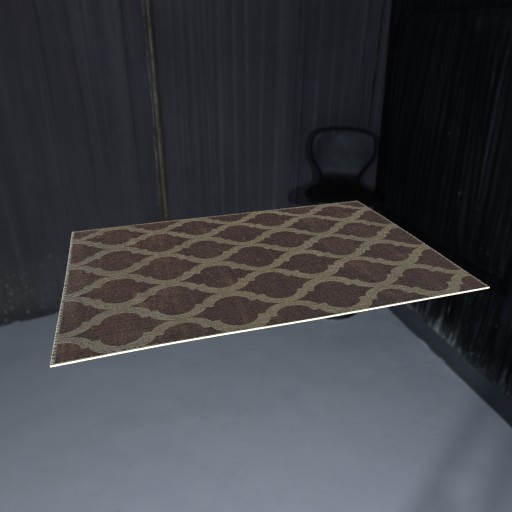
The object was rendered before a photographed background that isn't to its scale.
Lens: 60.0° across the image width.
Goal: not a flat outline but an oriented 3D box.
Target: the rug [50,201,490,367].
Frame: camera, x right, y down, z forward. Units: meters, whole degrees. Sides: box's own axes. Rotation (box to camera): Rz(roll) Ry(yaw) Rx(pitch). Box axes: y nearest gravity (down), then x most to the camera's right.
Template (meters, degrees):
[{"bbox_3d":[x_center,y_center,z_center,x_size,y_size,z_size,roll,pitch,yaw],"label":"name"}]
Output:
[{"bbox_3d":[0.000,0.000,2.821,2.284,0.008,1.522,-8,27,-15],"label":"rug"}]
